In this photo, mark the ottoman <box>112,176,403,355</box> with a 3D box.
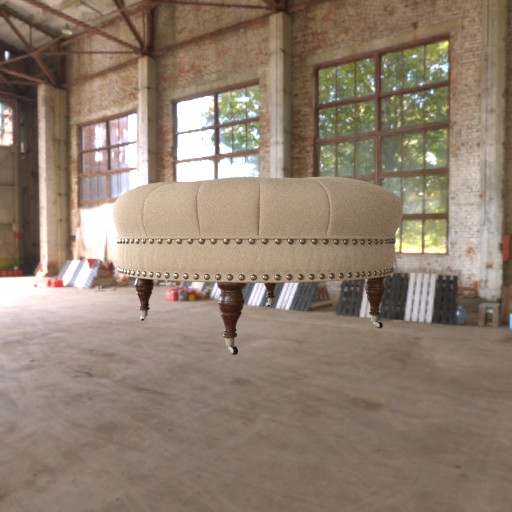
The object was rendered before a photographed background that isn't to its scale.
[{"bbox_3d":[0.000,0.000,1.424,0.901,0.439,0.901,0,2,0],"label":"ottoman"}]
